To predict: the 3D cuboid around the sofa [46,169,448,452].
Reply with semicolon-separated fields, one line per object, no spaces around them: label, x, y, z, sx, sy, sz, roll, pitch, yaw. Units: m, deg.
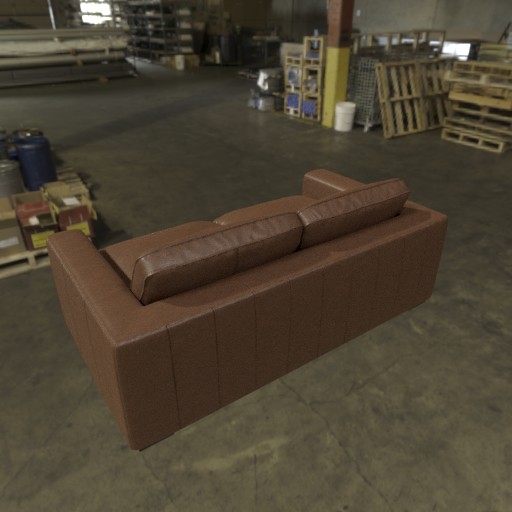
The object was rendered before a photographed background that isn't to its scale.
sofa;0.000;0.000;2.432;1.920;0.800;1.070;-19;34;-30
